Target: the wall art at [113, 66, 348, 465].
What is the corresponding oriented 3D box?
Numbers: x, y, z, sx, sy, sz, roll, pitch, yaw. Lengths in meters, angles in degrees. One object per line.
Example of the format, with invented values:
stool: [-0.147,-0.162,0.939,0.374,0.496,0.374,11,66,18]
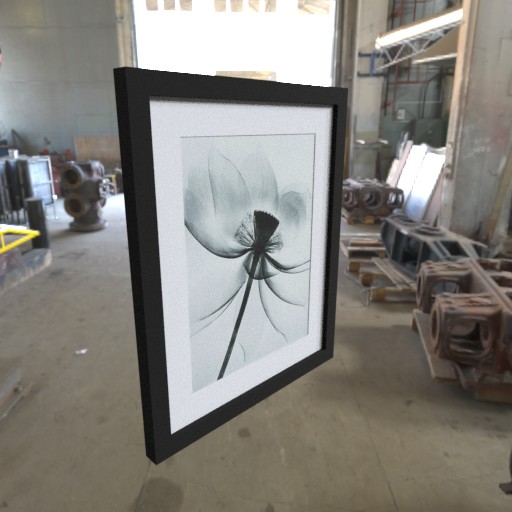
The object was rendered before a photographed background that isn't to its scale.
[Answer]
wall art: [0.000,0.000,0.756,0.029,0.559,0.457,16,23,42]
